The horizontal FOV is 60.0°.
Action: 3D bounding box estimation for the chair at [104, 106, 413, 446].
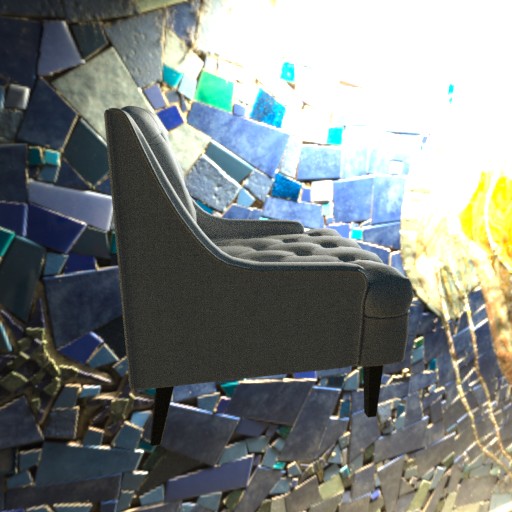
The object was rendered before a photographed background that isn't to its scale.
[{"bbox_3d":[0.000,0.000,1.411,0.772,0.891,0.658,-3,17,-11],"label":"chair"}]
